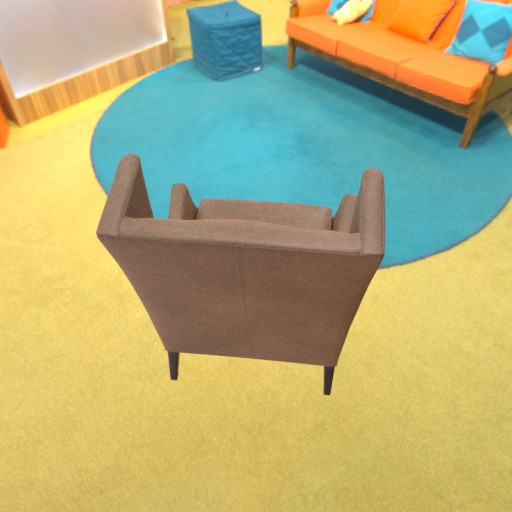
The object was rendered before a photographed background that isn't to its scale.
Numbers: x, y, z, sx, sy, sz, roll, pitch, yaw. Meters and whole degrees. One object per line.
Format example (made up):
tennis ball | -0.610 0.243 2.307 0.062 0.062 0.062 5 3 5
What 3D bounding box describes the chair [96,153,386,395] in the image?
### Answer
chair | 0.000 0.000 1.738 0.815 1.088 0.913 4 46 4
